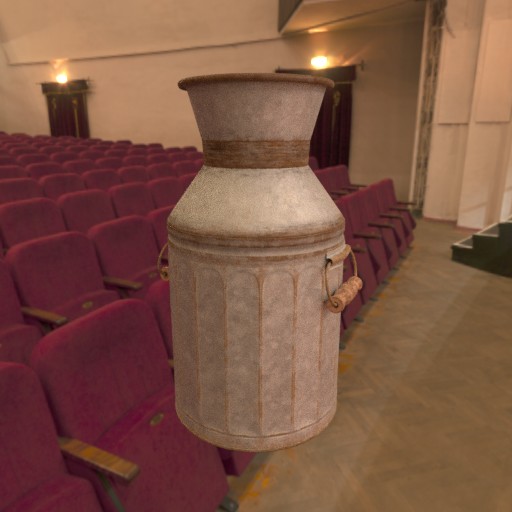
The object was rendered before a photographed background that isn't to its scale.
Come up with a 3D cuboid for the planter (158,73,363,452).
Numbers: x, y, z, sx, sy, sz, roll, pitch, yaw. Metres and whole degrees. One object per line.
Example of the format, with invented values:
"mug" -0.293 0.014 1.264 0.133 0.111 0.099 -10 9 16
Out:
"planter" 0.000 0.000 0.540 0.245 0.396 0.214 8 18 26
